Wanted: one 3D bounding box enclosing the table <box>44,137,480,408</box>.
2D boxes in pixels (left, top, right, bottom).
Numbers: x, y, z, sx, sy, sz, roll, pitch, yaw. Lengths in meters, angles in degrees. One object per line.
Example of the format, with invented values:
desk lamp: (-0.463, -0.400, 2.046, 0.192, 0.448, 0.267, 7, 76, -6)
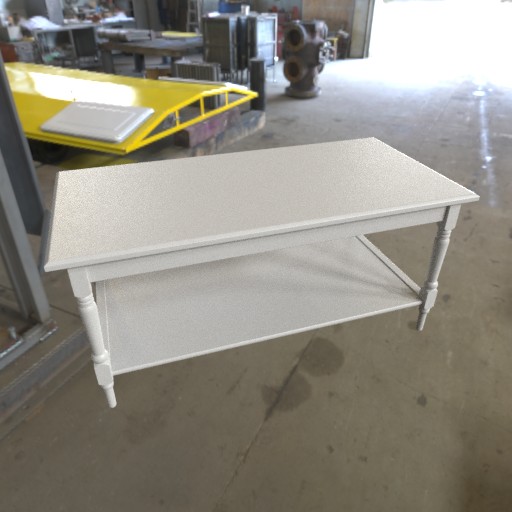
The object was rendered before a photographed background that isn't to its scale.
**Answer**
table: (0.000, 0.000, 1.418, 1.109, 0.506, 0.551, -10, 34, -15)
